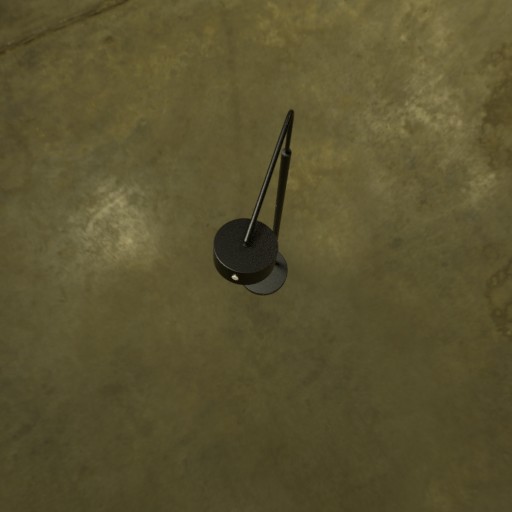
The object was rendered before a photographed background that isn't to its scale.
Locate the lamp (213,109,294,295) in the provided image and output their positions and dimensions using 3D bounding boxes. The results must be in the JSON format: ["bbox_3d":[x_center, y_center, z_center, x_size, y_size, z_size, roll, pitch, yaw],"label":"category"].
[{"bbox_3d":[0.000,0.000,1.400,0.219,1.230,0.418,18,75,5],"label":"lamp"}]
